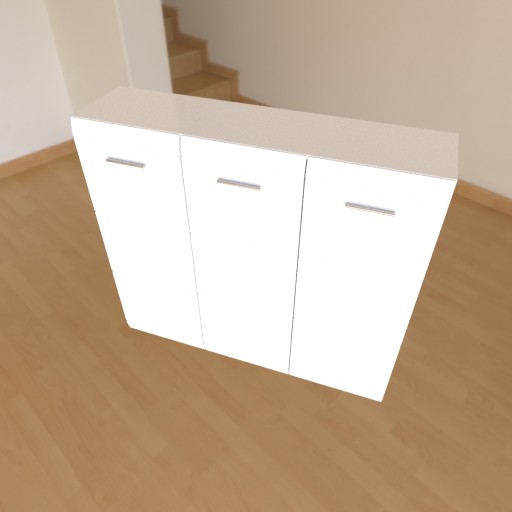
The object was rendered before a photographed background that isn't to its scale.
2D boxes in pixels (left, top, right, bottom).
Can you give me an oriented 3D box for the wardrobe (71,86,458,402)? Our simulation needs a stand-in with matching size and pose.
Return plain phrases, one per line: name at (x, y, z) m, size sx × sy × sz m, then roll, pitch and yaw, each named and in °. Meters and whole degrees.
wardrobe at (0.000, 0.000, 1.948) m, size 1.340 × 1.200 × 0.360 m, roll 13°, pitch 43°, yaw 15°
